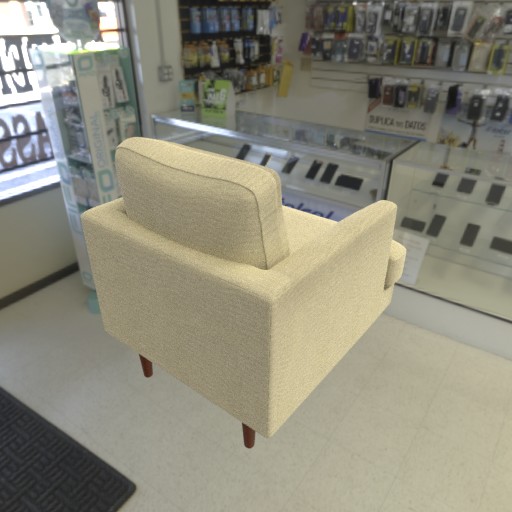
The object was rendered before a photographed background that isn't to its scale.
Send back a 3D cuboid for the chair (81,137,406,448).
[{"bbox_3d":[0.000,0.000,1.682,0.858,0.957,0.899,21,36,33],"label":"chair"}]
